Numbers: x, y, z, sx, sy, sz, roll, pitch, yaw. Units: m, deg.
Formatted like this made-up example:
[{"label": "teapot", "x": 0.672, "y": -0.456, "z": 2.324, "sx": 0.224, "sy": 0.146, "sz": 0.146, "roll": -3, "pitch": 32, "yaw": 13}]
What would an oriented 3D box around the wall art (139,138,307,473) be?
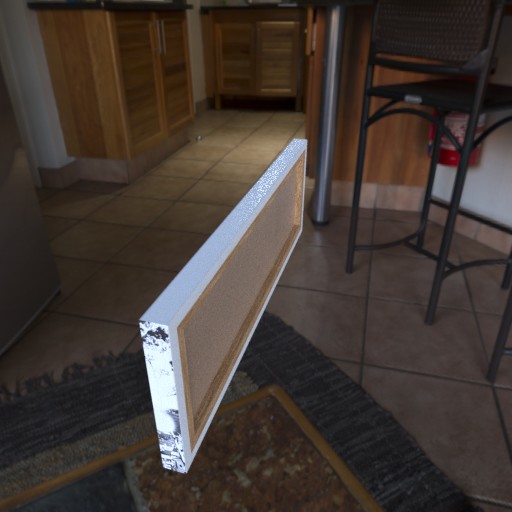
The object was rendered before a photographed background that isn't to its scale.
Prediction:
[{"label": "wall art", "x": 0.000, "y": 0.000, "z": 0.861, "sx": 0.036, "sy": 0.256, "sz": 0.766, "roll": 9, "pitch": 31, "yaw": 15}]
